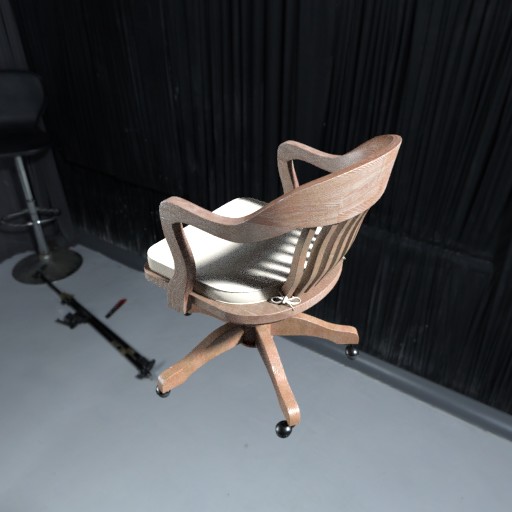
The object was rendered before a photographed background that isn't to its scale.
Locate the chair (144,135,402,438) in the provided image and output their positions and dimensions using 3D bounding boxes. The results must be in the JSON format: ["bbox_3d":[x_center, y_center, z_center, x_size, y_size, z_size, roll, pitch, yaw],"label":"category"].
[{"bbox_3d":[0.000,0.000,1.453,0.788,0.878,0.750,21,37,29],"label":"chair"}]
